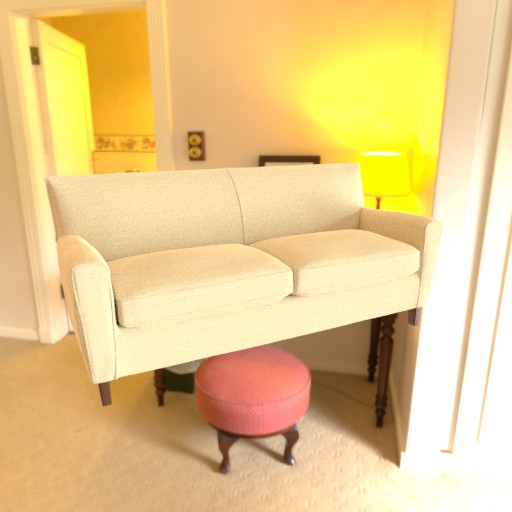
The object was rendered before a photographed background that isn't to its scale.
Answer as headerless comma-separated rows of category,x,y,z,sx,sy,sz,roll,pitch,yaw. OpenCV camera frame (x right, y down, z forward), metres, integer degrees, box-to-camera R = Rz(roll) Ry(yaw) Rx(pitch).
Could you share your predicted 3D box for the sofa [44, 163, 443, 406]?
sofa,0.000,0.000,2.450,2.001,0.907,0.841,-8,18,-26
